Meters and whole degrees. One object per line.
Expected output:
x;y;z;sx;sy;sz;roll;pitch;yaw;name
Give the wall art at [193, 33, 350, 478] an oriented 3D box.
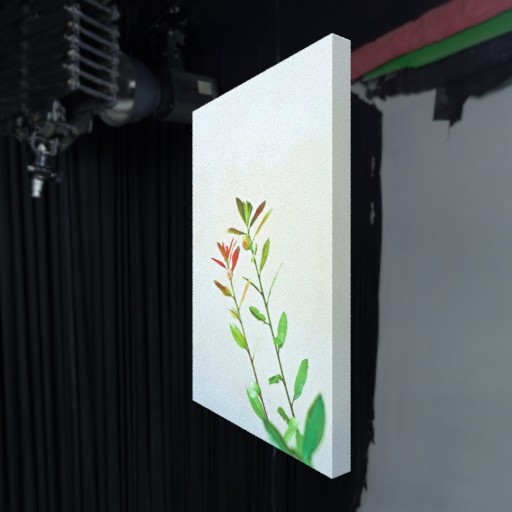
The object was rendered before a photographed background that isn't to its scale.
0.000;0.000;0.784;0.038;0.611;0.408;0;0;-36;wall art
